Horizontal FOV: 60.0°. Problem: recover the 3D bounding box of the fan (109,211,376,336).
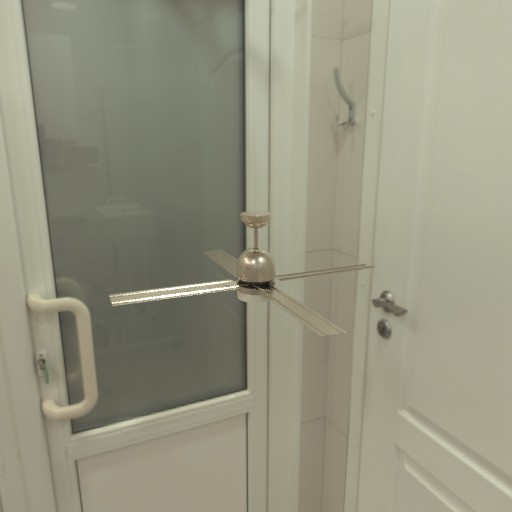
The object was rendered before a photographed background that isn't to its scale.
[{"bbox_3d":[0.000,0.000,2.105,1.346,0.406,1.346,-7,16,-24],"label":"fan"}]
